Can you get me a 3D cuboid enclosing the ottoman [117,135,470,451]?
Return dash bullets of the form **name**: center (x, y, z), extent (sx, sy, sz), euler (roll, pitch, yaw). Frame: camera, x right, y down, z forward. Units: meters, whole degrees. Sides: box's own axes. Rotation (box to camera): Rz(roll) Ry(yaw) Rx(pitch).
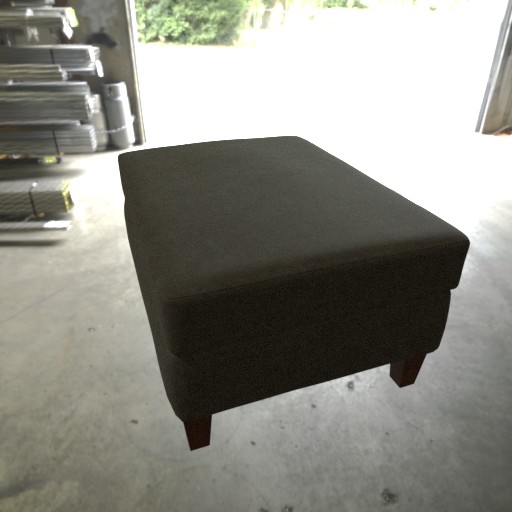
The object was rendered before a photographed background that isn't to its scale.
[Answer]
- **ottoman**: center (0.000, 0.000, 1.224), extent (0.639, 0.464, 0.839), euler (-10, 32, -17)
